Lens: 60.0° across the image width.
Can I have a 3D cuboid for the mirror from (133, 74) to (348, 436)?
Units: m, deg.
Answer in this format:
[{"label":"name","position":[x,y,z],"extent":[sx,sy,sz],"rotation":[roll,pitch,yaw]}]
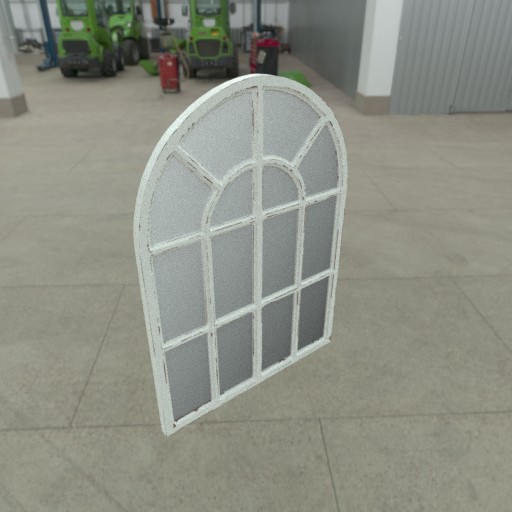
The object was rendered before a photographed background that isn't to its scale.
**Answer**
[{"label":"mirror","position":[0.000,0.000,1.205],"extent":[0.660,0.920,0.032],"rotation":[-21,35,-33]}]
